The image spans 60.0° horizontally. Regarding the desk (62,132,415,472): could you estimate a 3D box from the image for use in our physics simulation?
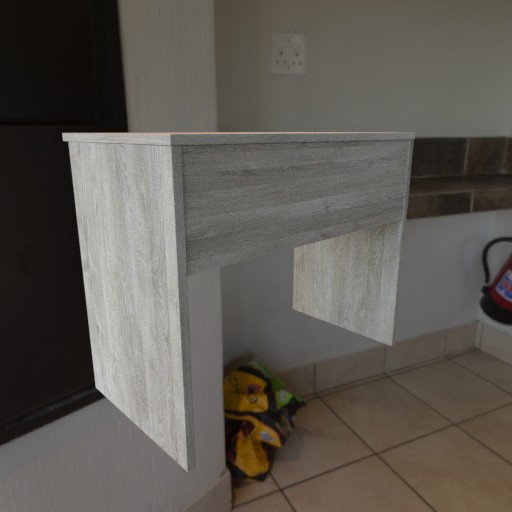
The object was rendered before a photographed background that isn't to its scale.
[{"bbox_3d":[0.000,0.000,1.353,0.893,0.724,0.498,-15,21,-42],"label":"desk"}]
